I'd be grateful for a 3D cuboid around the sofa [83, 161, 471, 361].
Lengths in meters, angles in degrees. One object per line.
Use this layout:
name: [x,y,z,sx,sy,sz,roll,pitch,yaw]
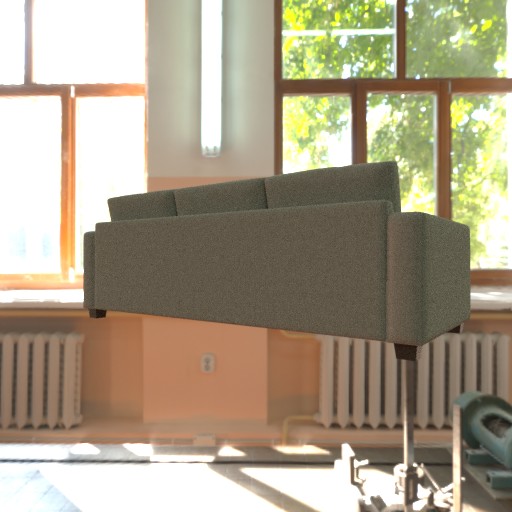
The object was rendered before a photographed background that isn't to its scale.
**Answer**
sofa: [0.000,0.000,2.603,2.160,0.800,0.900,0,0,36]
